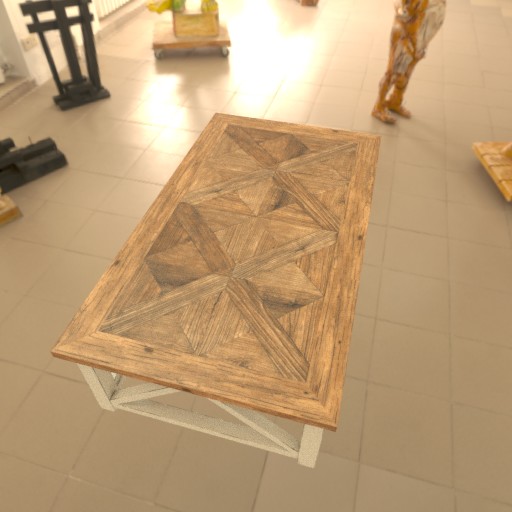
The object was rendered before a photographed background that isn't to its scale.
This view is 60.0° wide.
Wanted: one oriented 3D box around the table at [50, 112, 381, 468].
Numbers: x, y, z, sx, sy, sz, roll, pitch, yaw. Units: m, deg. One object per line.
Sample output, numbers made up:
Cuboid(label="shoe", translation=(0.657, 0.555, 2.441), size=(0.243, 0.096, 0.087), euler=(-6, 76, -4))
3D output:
Cuboid(label="table", translation=(0.000, 0.000, 1.772), size=(0.800, 0.410, 1.400), euler=(11, 47, 11))
